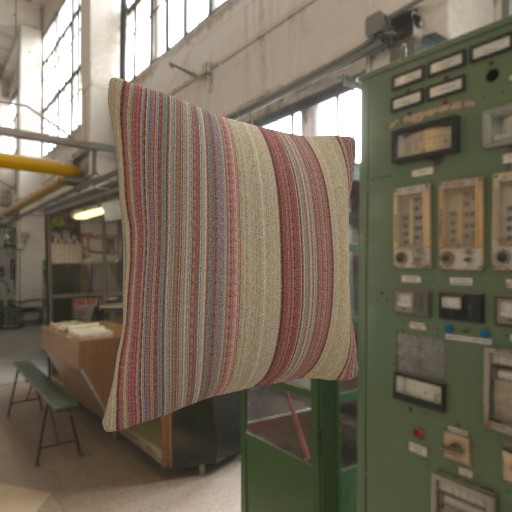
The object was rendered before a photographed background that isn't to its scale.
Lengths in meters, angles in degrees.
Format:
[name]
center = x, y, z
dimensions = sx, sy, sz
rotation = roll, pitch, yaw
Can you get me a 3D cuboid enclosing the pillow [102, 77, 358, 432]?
[pillow]
center = 0.000, 0.000, 0.643
dimensions = 0.437, 0.419, 0.136
rotation = 1, -2, -37
